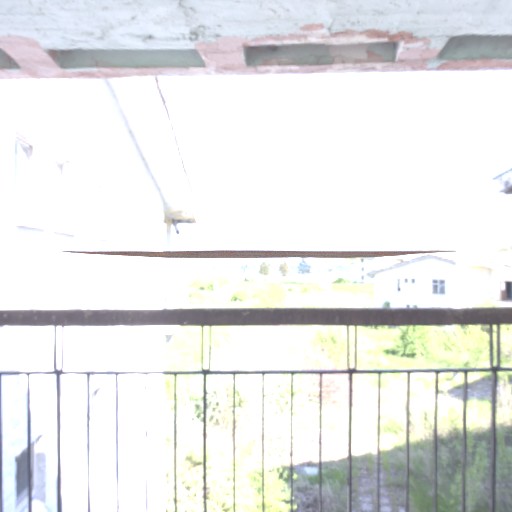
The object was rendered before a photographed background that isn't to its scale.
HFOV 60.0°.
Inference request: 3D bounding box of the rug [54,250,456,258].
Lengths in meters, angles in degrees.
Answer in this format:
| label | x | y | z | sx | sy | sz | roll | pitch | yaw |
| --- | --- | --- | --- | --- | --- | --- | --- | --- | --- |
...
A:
| label | x | y | z | sx | sy | sz | roll | pitch | yaw |
| --- | --- | --- | --- | --- | --- | --- | --- | --- | --- |
| rug | 0.000 | 0.000 | 3.991 | 2.263 | 0.022 | 3.029 | 0 | -1 | 0 |
